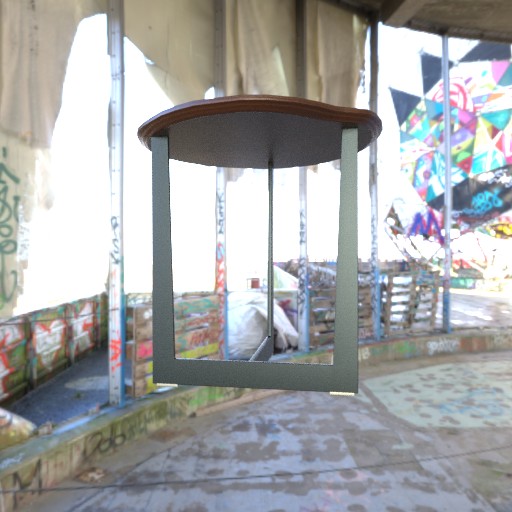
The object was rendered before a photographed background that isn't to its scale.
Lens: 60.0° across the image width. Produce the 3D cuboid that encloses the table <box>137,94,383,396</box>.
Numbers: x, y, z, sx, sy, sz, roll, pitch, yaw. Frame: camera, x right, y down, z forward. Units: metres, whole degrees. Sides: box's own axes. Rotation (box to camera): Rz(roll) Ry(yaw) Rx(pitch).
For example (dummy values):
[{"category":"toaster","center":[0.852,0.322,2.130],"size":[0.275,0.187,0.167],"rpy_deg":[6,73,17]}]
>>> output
[{"category":"table","center":[0.000,0.000,0.896],"size":[0.477,0.476,0.494],"rpy_deg":[0,0,-1]}]
